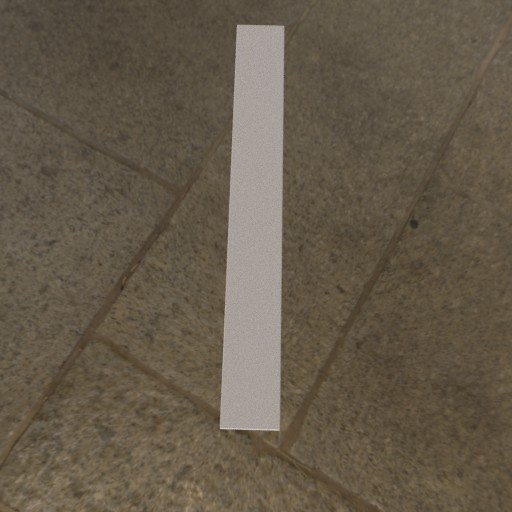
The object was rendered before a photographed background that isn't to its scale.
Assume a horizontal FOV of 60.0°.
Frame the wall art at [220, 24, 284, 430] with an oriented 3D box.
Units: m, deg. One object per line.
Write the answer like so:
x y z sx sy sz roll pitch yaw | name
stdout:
0.000 0.000 0.465 0.038 0.305 0.305 1 76 0 | wall art
